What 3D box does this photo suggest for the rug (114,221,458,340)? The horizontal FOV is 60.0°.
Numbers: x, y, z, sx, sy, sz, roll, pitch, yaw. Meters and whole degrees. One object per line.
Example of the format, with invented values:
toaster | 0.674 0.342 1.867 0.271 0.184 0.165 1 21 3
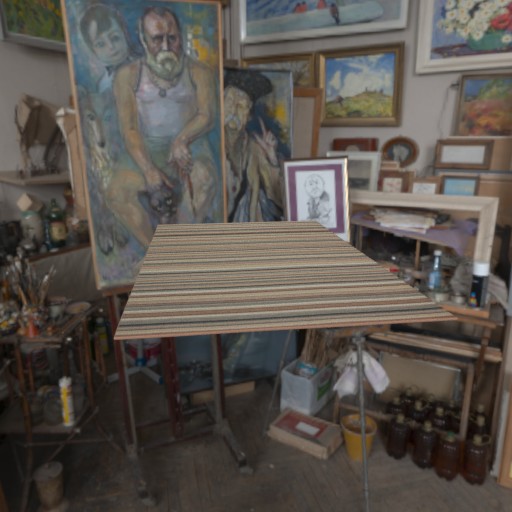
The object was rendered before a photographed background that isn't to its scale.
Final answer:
rug | 0.000 0.000 3.088 1.523 0.014 2.438 -2 15 -8
